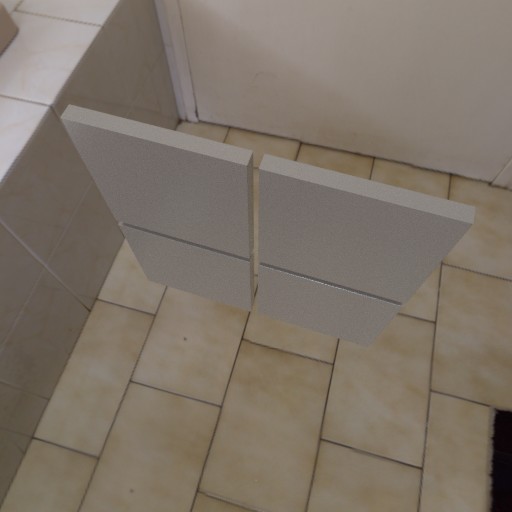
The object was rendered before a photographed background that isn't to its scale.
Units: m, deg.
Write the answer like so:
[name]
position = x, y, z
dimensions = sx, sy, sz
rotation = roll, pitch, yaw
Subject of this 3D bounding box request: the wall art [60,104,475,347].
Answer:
[wall art]
position = 0.000, 0.000, 0.905
dimensions = 0.611, 0.611, 0.029
rotation = 16, 64, 8
